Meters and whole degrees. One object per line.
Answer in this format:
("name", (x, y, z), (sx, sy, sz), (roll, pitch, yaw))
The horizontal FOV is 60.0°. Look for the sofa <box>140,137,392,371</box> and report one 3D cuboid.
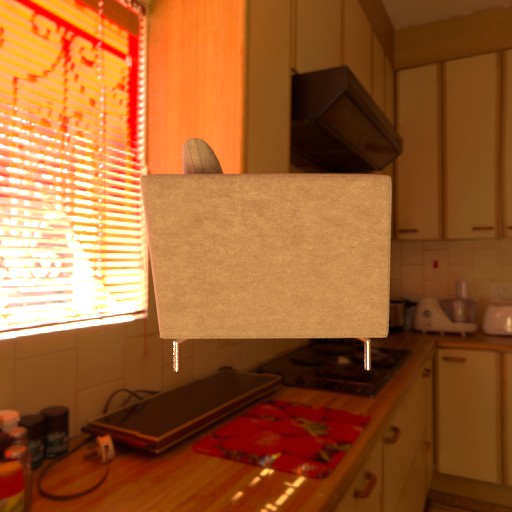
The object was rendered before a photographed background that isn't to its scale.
("sofa", (0.000, 0.000, 2.557), (0.889, 0.864, 2.121), (0, -1, -2))
